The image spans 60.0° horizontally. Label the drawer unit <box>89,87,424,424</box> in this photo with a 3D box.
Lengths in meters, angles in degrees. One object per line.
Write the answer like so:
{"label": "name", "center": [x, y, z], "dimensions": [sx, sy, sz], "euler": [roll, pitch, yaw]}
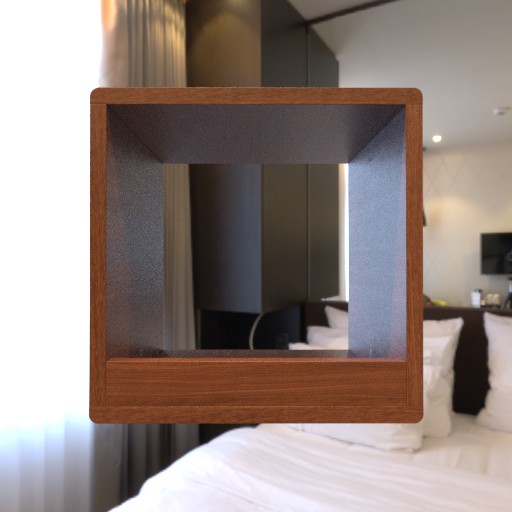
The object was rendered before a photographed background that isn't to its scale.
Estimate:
{"label": "drawer unit", "center": [0.000, 0.000, 0.608], "dimensions": [0.349, 0.351, 0.290], "euler": [0, 0, 0]}
